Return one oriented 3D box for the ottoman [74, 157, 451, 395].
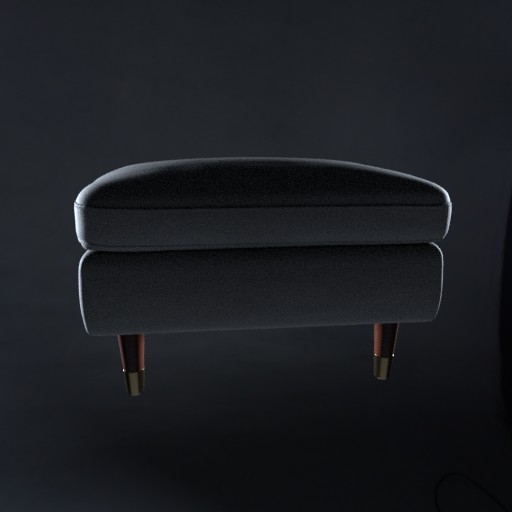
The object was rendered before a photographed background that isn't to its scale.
[{"bbox_3d":[0.000,0.000,1.113,0.747,0.478,0.593,-2,16,-6],"label":"ottoman"}]
